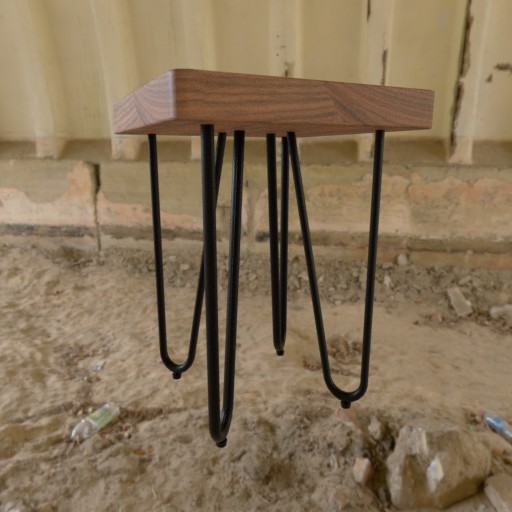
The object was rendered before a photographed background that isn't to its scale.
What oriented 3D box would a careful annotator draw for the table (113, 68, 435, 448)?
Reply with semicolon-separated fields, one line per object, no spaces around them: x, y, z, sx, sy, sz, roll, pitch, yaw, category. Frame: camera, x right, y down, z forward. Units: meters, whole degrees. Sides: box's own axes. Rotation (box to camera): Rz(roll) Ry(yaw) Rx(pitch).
0.000;0.000;0.949;0.479;0.641;0.480;-6;14;-26;table
